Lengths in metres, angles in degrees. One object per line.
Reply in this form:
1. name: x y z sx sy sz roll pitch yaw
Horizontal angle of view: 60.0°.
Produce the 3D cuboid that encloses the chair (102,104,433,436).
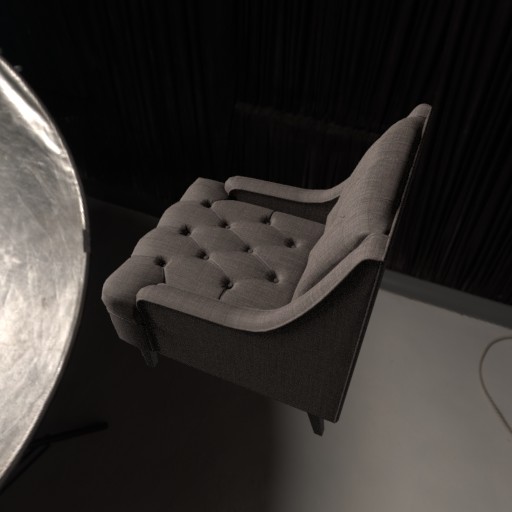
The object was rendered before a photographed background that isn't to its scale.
1. chair: 0.000 0.000 1.397 0.771 0.891 0.655 17 48 16
